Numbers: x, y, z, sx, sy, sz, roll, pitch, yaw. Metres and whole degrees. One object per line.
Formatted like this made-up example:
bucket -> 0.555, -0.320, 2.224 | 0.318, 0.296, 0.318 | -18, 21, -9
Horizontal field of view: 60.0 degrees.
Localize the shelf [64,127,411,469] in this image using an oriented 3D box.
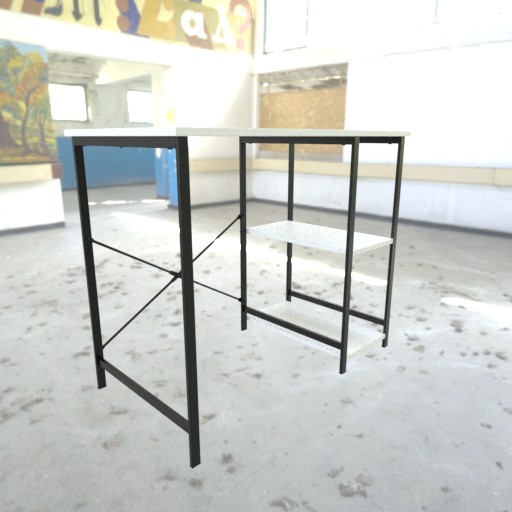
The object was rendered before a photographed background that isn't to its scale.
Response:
shelf -> 0.000, 0.000, 1.375 | 0.902, 0.750, 0.498 | -14, 21, -43
